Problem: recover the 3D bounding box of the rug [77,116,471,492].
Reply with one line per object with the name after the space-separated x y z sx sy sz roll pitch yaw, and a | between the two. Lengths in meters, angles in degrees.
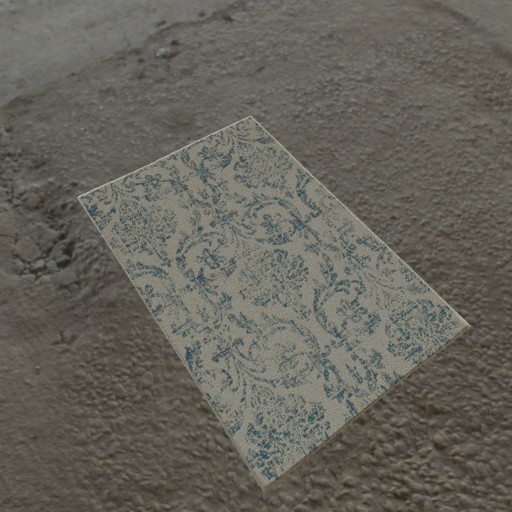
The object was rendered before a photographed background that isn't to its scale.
0.000 0.000 2.320 1.213 0.012 1.831 -31 62 -18 | rug
